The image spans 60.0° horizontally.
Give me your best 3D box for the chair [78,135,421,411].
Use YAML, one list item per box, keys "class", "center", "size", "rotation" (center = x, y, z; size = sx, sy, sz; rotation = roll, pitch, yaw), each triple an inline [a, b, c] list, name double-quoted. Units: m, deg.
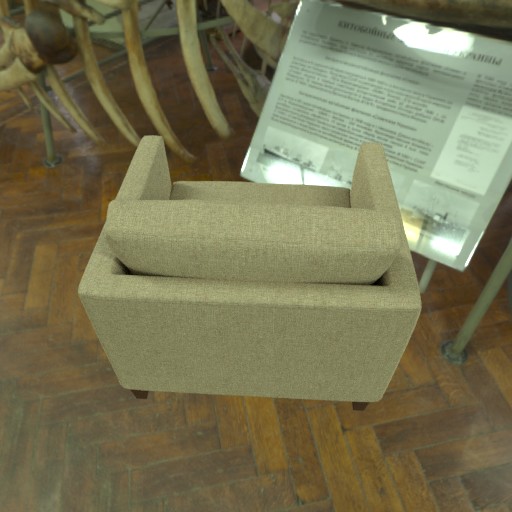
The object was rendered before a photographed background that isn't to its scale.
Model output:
- class: "chair"
  center: [0.000, 0.000, 1.891]
  size: [1.107, 0.987, 0.959]
  rotation: [2, 47, 2]
